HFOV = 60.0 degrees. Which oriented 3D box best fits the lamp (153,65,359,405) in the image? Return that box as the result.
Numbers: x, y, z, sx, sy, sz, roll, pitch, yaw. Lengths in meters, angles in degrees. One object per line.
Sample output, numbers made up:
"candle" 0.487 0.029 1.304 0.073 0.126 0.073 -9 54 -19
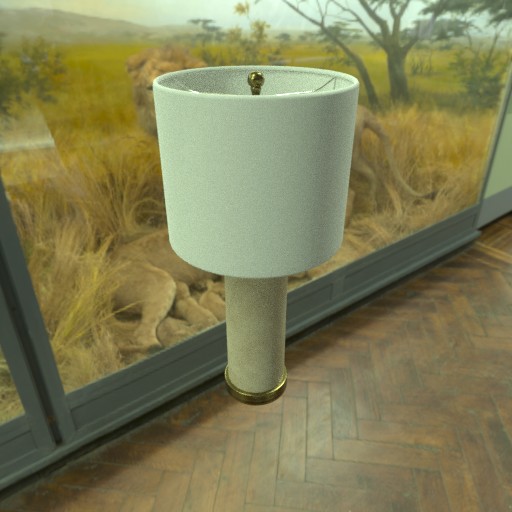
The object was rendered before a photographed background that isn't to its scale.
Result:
"lamp" 0.000 0.000 0.817 0.305 0.634 0.305 11 31 19
